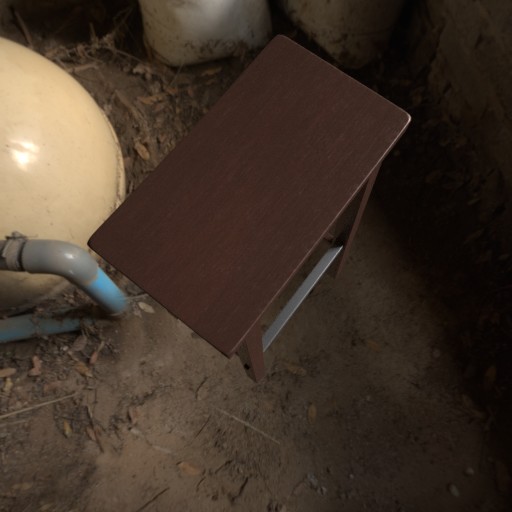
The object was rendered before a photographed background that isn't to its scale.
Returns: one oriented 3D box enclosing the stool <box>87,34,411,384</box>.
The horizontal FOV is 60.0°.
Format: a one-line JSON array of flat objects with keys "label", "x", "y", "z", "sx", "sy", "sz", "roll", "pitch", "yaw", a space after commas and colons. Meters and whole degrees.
[{"label": "stool", "x": 0.000, "y": 0.000, "z": 0.933, "sx": 0.322, "sy": 0.742, "sz": 0.406, "roll": 37, "pitch": 77, "yaw": 10}]
